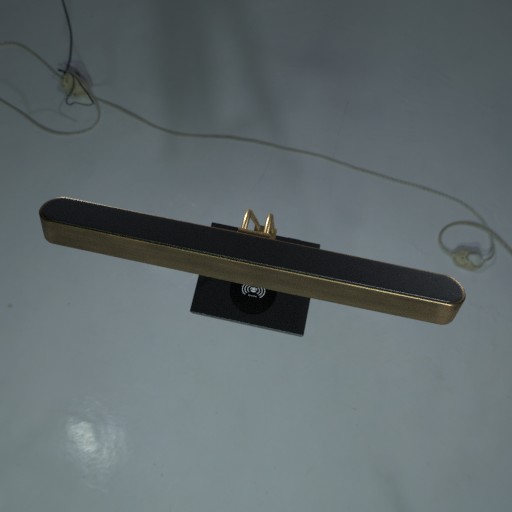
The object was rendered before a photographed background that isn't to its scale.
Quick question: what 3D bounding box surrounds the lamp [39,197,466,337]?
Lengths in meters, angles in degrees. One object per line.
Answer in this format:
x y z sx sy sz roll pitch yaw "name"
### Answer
0.000 0.000 0.581 0.412 0.345 0.156 12 77 3 "lamp"
